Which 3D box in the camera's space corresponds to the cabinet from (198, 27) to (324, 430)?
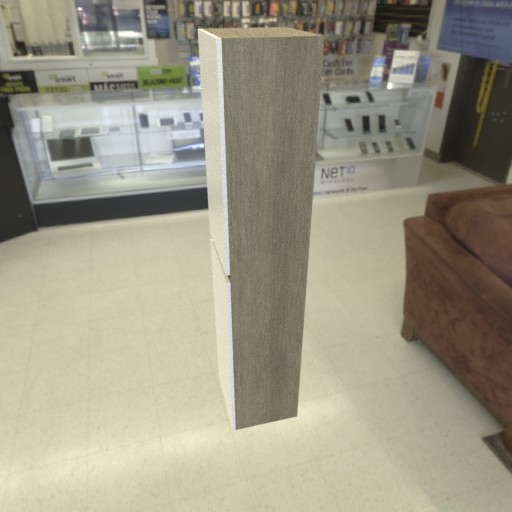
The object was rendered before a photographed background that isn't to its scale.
[{"bbox_3d":[0.000,0.000,1.548,0.270,1.400,0.300,-8,32,-13],"label":"cabinet"}]
